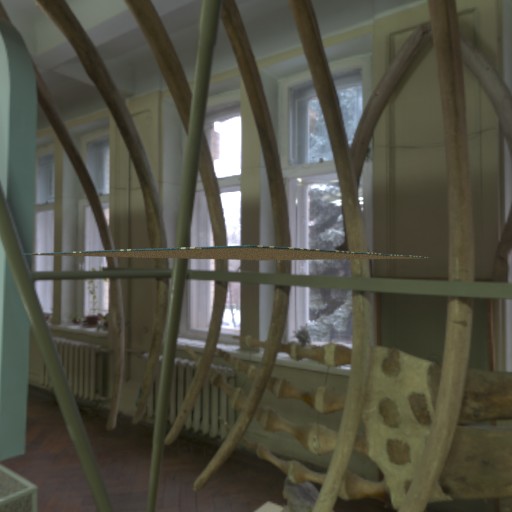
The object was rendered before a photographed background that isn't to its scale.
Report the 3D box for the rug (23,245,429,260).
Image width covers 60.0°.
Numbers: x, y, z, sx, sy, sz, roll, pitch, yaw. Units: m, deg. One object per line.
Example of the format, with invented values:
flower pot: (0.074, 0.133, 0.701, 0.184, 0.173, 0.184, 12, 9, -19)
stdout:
rug: (0.000, 0.000, 2.750, 1.524, 0.013, 2.135, -1, -2, 36)
